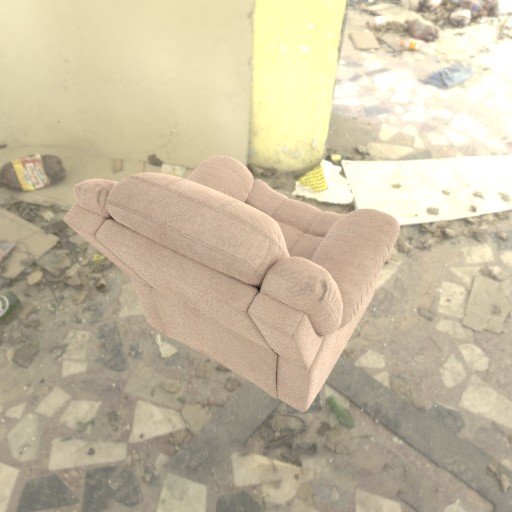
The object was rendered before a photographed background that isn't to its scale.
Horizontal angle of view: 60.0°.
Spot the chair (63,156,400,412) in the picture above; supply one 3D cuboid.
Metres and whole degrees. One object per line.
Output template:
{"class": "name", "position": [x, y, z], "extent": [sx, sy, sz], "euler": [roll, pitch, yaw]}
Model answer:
{"class": "chair", "position": [0.000, 0.000, 1.720], "extent": [0.899, 1.008, 0.944], "euler": [24, 50, 22]}
